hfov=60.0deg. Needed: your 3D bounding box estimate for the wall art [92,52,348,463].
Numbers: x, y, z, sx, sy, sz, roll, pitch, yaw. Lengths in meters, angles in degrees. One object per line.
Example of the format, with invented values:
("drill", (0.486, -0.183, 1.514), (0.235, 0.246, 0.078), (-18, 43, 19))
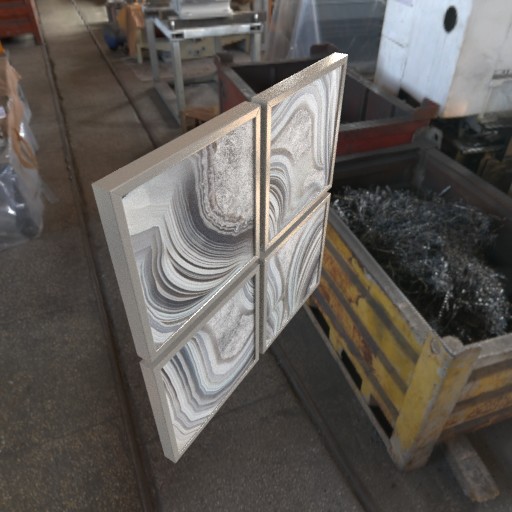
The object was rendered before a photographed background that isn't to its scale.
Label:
("wall art", (0.000, 0.000, 0.869), (0.029, 0.611, 0.611), (23, 45, 25))
